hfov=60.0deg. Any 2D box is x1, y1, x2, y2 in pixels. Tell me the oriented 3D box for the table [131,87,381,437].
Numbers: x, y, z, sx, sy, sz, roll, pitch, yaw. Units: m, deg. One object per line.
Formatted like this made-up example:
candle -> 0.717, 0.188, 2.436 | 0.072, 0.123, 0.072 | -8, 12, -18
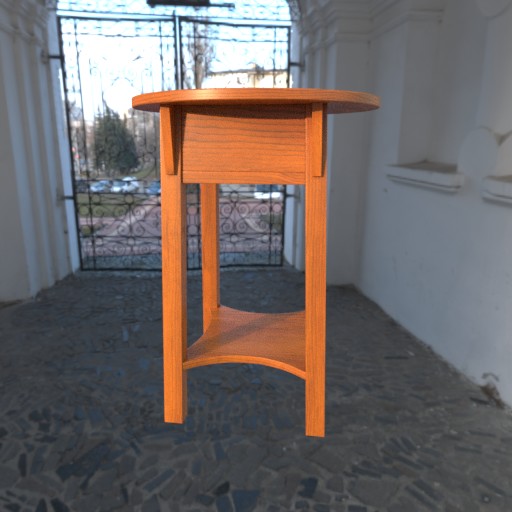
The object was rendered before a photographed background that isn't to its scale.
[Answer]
table -> 0.000, 0.000, 0.920 | 0.457, 0.610, 0.457 | 0, 15, 0
